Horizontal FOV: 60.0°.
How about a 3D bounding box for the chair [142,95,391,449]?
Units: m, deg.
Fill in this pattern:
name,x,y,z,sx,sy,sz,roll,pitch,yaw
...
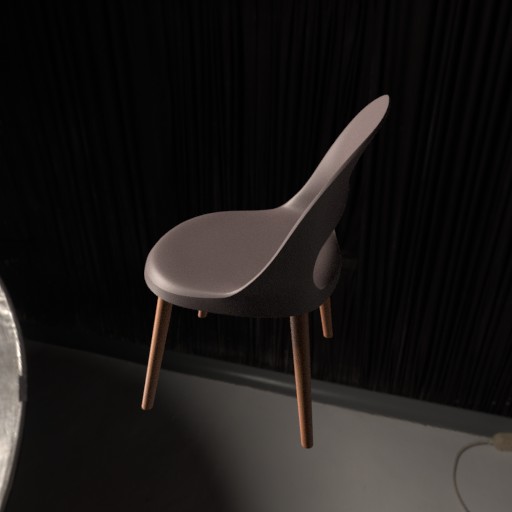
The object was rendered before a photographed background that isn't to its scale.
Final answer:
name,x,y,z,sx,sy,sz,roll,pitch,yaw
chair,0.000,0.000,1.137,0.556,0.794,0.470,8,31,13
